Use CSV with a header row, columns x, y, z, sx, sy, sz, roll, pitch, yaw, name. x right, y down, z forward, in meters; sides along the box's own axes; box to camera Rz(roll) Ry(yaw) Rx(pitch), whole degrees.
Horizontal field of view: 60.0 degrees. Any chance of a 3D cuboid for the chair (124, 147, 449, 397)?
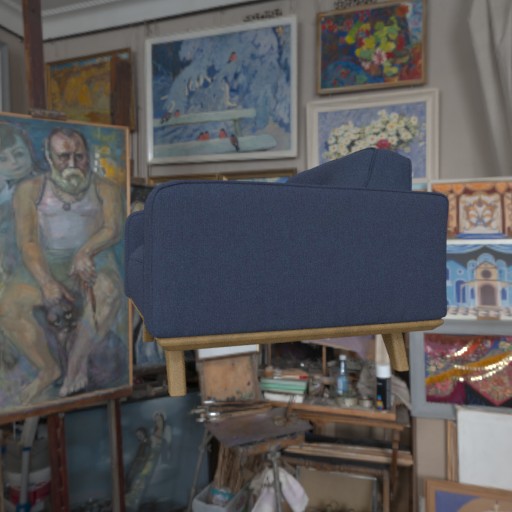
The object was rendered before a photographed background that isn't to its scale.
x,y,z,sx,sy,sz,roll,pitch,yaw,name
0.000,0.000,1.760,0.953,0.783,1.118,0,1,-20,chair
